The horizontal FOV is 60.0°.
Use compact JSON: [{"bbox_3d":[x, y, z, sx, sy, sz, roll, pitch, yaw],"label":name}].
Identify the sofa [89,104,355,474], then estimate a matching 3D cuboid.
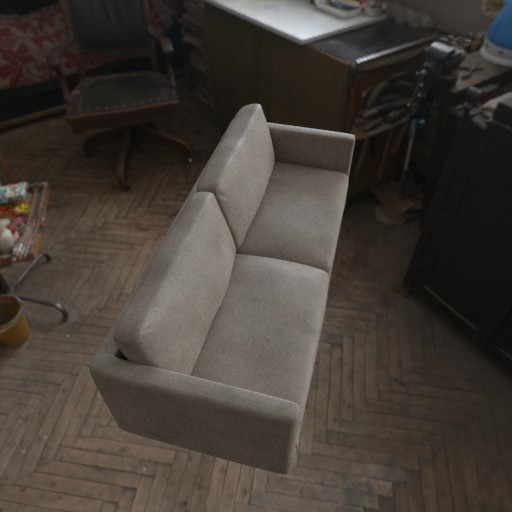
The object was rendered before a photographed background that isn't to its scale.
[{"bbox_3d":[0.000,0.000,2.734,0.951,0.965,2.208,11,48,10],"label":"sofa"}]
